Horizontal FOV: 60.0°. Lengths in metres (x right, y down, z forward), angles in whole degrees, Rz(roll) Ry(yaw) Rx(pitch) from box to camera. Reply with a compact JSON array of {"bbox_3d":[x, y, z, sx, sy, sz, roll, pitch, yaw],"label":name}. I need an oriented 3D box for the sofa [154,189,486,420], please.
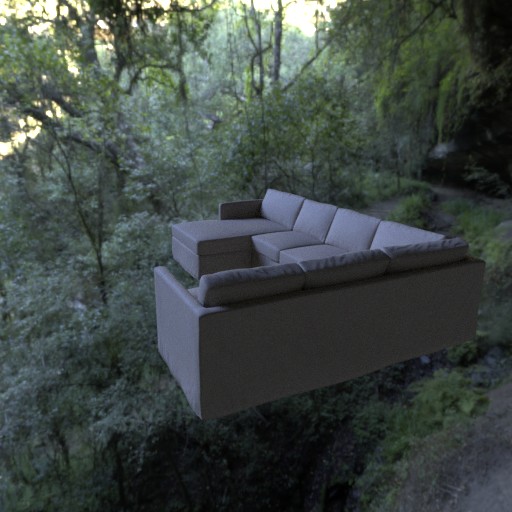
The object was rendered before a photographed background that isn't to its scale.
[{"bbox_3d":[0.000,0.000,4.565,2.476,0.878,3.528,-8,18,-25],"label":"sofa"}]
